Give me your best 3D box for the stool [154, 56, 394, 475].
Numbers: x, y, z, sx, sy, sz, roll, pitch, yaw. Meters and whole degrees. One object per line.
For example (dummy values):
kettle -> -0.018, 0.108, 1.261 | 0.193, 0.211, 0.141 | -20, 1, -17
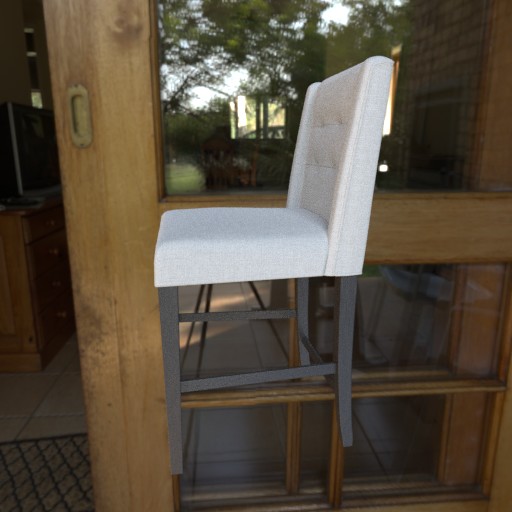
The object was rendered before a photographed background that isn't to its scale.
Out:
stool -> 0.000, 0.000, 1.181 | 0.509, 0.939, 0.474 | -2, 14, -10
